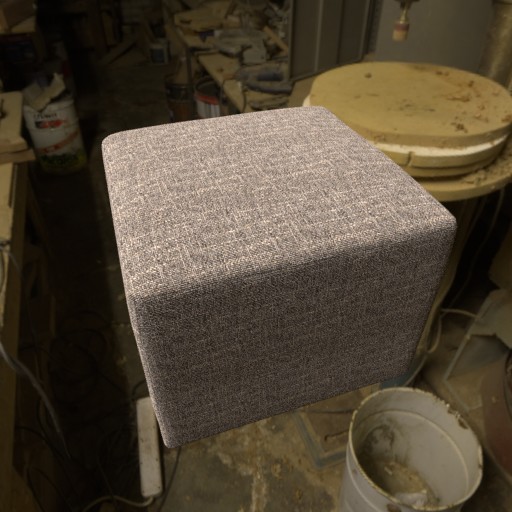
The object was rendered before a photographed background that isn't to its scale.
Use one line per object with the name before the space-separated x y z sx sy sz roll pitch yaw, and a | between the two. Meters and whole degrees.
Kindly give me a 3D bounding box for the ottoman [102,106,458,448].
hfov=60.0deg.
ottoman | 0.000 0.000 0.921 0.521 0.453 0.512 -12 42 -14
